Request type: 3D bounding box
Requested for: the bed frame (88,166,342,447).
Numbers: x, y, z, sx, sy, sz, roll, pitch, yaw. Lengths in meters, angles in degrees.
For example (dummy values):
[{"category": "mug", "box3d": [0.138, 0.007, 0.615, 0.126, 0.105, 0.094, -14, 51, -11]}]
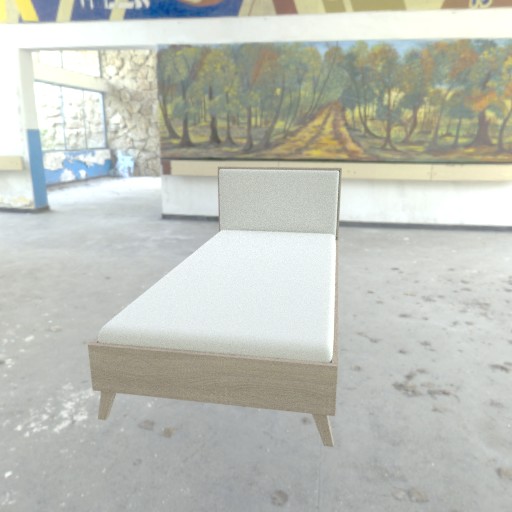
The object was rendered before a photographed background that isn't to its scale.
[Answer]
[{"category": "bed frame", "box3d": [0.000, 0.000, 2.684, 0.990, 0.920, 2.140, 3, 15, 10]}]
